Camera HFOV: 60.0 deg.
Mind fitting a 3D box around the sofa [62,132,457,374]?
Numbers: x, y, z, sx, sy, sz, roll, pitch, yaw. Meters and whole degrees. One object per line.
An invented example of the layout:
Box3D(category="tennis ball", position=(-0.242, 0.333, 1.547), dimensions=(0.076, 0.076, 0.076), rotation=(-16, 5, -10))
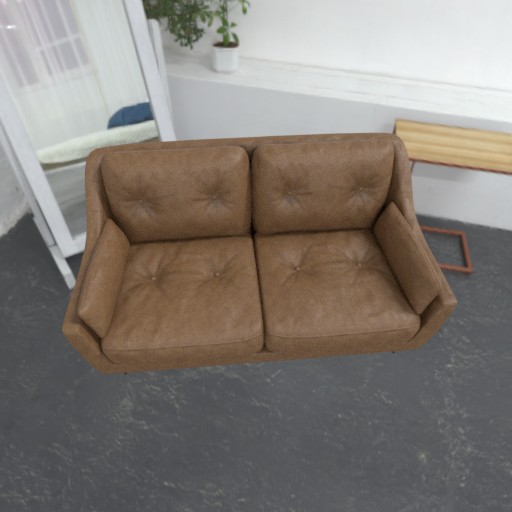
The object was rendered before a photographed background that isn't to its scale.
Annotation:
Box3D(category="sofa", position=(0.000, 0.000, 2.294), dimensions=(1.731, 0.886, 0.981), rotation=(-4, 46, -4))
